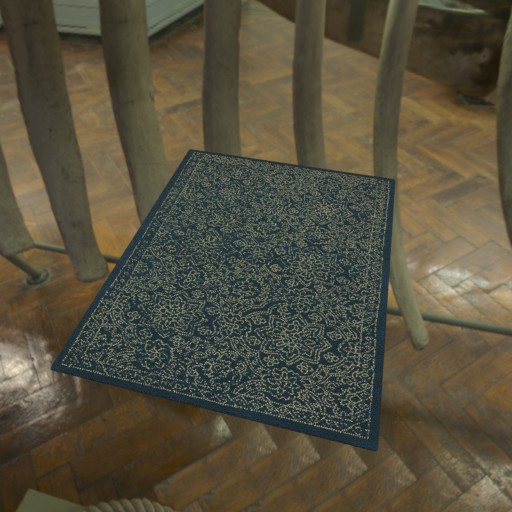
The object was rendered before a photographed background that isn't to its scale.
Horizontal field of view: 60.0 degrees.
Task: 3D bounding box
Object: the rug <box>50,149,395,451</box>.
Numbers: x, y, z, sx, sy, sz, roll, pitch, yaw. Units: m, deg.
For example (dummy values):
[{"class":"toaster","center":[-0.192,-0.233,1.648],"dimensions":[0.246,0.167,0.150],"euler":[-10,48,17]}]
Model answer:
[{"class":"rug","center":[0.000,0.000,4.145],"dimensions":[2.438,0.010,3.048],"euler":[11,48,10]}]
